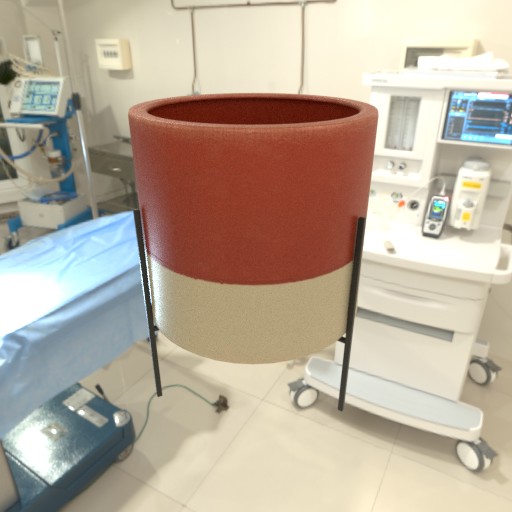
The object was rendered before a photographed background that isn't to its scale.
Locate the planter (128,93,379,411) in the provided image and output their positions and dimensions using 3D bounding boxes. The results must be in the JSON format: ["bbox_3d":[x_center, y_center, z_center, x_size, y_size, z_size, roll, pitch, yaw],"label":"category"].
[{"bbox_3d":[0.000,0.000,0.720,0.354,0.465,0.345,18,31,32],"label":"planter"}]
